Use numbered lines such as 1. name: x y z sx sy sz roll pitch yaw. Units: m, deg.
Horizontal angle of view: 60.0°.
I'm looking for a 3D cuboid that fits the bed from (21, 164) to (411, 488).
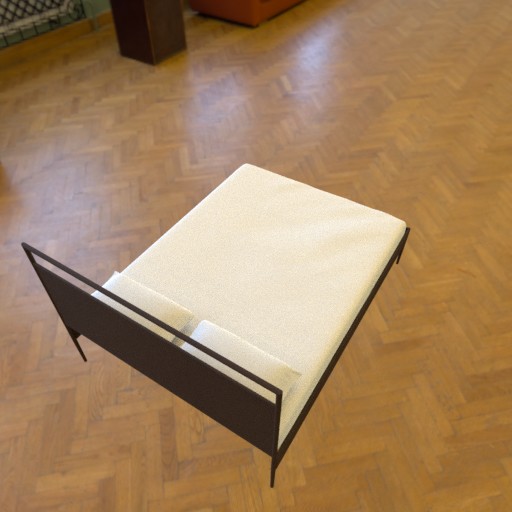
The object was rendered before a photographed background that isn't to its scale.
1. bed: 0.000 0.000 3.064 1.572 1.173 2.122 25 51 22
